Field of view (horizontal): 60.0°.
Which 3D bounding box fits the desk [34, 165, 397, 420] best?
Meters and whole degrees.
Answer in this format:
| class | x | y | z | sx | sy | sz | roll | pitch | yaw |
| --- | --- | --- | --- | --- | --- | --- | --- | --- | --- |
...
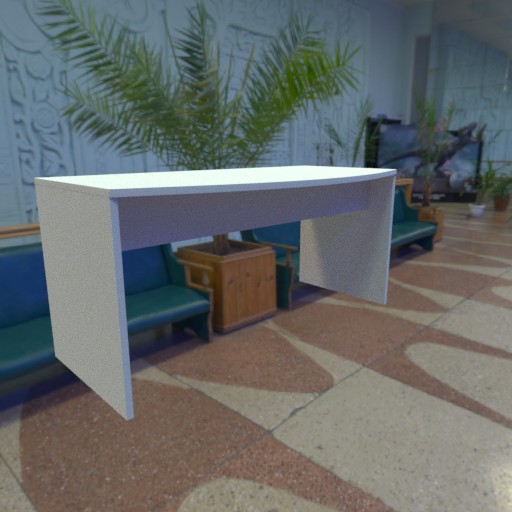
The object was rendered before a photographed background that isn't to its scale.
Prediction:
| class | x | y | z | sx | sy | sz | roll | pitch | yaw |
| --- | --- | --- | --- | --- | --- | --- | --- | --- | --- |
| desk | 0.000 | 0.000 | 2.052 | 1.600 | 0.750 | 0.802 | -13 | 19 | -42 |
